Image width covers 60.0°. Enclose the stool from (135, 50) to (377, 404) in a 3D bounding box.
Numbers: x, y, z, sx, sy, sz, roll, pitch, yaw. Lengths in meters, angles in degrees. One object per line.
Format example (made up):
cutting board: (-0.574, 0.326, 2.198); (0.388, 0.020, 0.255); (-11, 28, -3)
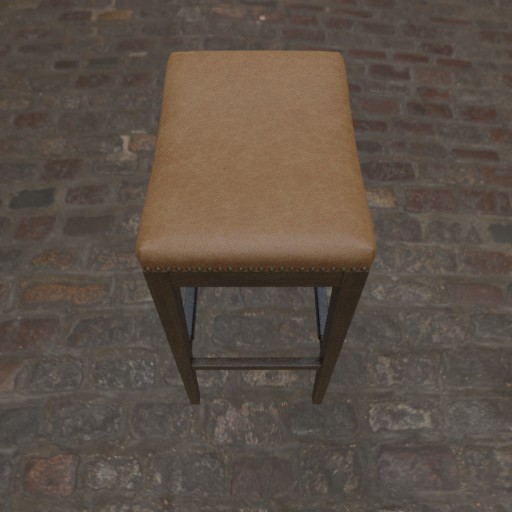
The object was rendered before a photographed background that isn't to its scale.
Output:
stool: (0.000, 0.000, 1.042); (0.361, 0.759, 0.500); (0, 58, 0)
